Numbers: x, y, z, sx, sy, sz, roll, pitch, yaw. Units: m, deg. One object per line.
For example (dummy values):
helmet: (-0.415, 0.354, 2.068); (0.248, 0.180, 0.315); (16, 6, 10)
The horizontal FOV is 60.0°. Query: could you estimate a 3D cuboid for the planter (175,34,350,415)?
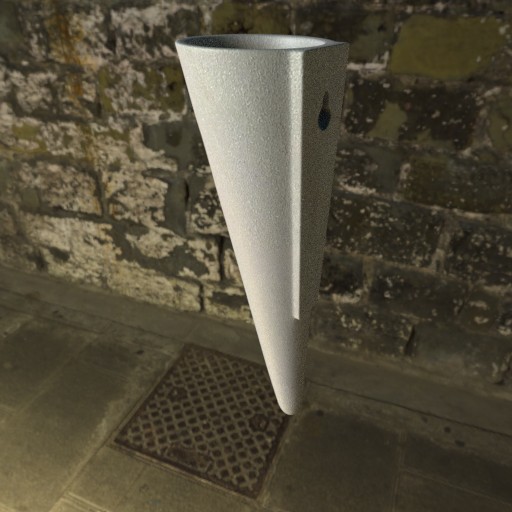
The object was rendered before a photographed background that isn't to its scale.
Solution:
planter: (0.000, 0.000, 0.218); (0.064, 0.191, 0.057); (21, 37, 30)
